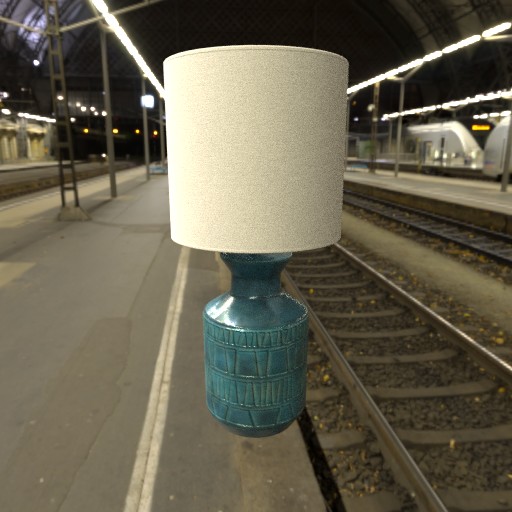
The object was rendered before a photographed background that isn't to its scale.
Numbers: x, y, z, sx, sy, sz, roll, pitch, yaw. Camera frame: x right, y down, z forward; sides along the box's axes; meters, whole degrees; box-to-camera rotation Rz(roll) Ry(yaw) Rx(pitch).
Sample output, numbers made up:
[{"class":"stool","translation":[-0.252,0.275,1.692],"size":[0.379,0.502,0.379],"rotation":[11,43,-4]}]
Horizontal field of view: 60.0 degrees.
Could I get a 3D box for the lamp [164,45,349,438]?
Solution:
[{"class":"lamp","translation":[0.000,0.000,0.569],"size":[0.211,0.455,0.211],"rotation":[-7,15,-27]}]
